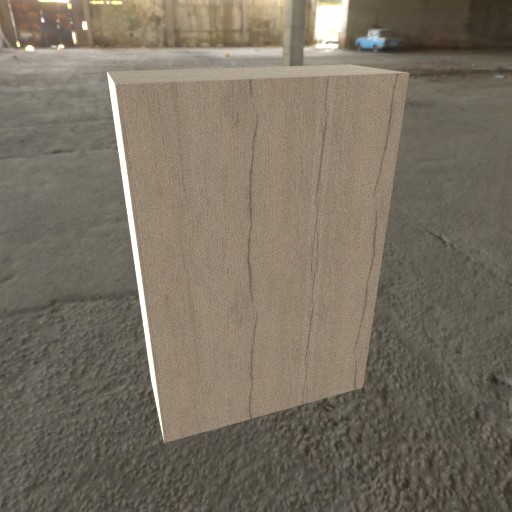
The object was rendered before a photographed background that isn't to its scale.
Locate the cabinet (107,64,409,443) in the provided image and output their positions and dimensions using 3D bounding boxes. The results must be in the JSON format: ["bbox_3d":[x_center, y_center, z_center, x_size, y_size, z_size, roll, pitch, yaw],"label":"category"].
[{"bbox_3d":[0.000,0.000,2.692,1.400,2.070,0.580,-9,29,-17],"label":"cabinet"}]
